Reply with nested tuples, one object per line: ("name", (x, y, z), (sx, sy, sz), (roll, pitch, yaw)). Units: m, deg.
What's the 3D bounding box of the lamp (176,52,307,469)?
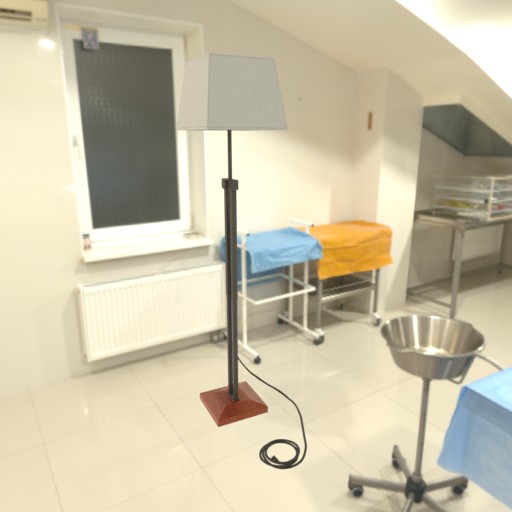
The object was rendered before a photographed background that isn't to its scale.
("lamp", (0.000, 0.000, 2.002), (0.472, 1.712, 0.745), (-7, 17, -25))
